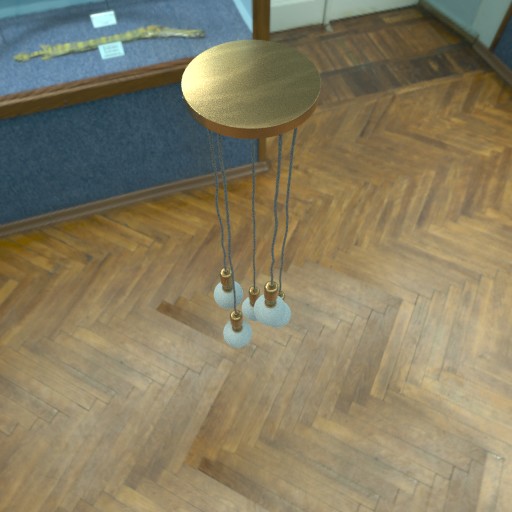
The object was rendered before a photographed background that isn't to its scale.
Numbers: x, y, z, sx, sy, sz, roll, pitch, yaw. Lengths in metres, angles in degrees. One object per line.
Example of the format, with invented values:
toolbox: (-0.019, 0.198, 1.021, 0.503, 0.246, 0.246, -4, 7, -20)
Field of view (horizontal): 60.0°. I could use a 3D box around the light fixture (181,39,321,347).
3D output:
light fixture: (0.000, 0.000, 0.499, 0.105, 0.457, 0.108, -14, 59, -9)
